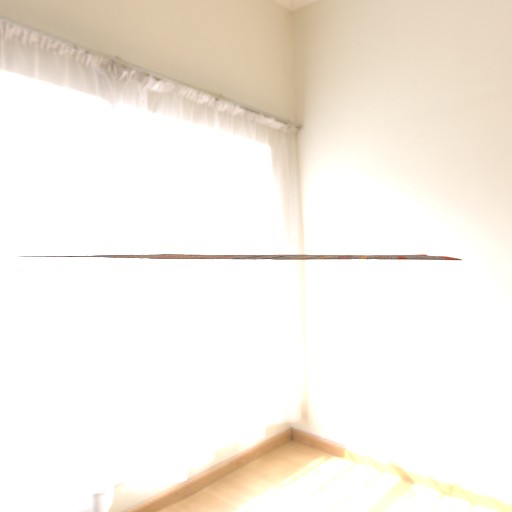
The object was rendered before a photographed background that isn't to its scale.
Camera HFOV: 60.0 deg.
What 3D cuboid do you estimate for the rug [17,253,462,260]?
[{"bbox_3d":[0.000,0.000,3.935,3.029,0.022,2.263,0,1,16],"label":"rug"}]
